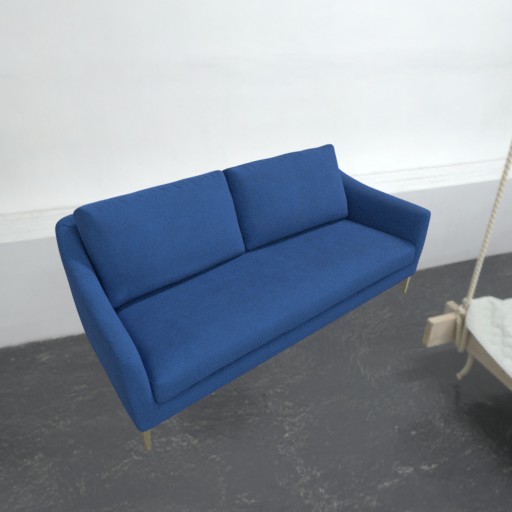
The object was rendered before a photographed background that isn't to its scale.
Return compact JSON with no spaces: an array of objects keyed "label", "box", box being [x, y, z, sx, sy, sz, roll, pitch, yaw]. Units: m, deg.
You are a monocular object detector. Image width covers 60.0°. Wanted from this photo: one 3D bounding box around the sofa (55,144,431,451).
[{"label":"sofa","box":[0.000,0.000,2.547,2.036,0.903,0.960,-22,37,-33]}]
